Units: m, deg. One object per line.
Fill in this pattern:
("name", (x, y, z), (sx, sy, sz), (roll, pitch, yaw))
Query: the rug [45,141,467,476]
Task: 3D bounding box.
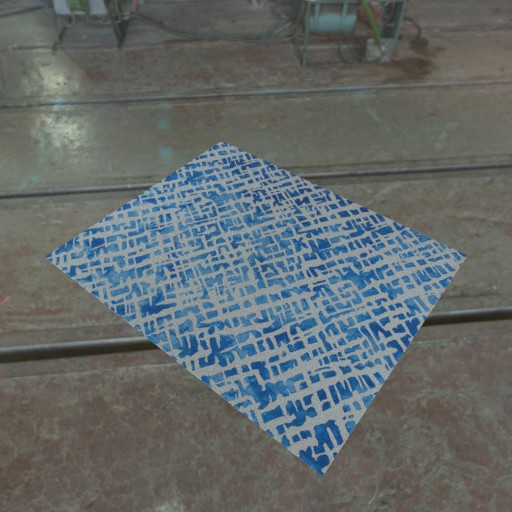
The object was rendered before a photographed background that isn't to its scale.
("rug", (0.000, 0.000, 4.049), (3.007, 0.007, 2.435), (31, 54, 25))
